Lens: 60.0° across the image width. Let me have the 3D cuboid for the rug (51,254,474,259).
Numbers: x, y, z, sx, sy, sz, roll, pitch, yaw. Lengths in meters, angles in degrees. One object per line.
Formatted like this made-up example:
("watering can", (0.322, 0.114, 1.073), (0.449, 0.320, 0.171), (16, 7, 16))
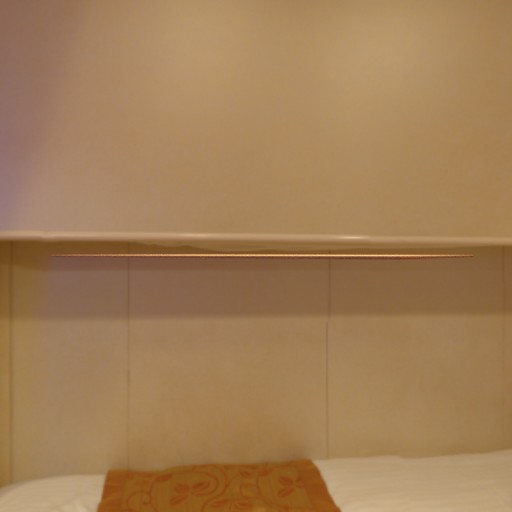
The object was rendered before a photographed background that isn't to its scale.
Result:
("rug", (0.000, 0.000, 3.004), (2.438, 0.014, 1.524), (0, 0, 36))
